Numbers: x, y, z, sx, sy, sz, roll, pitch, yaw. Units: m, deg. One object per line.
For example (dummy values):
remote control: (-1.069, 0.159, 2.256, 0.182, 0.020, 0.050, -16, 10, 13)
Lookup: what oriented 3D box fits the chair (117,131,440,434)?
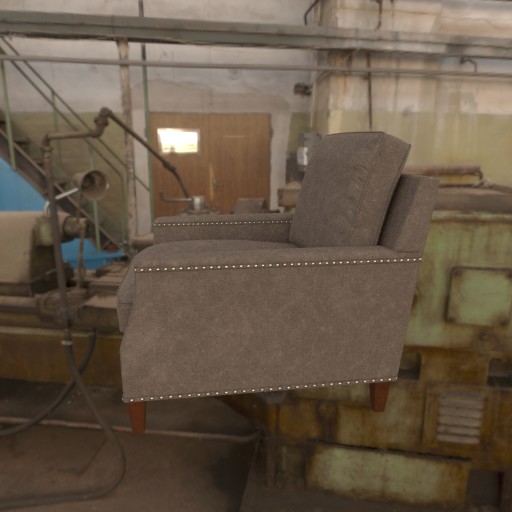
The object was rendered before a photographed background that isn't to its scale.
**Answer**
chair: (0.000, 0.000, 1.752, 1.014, 0.948, 0.853, -2, 14, -8)
